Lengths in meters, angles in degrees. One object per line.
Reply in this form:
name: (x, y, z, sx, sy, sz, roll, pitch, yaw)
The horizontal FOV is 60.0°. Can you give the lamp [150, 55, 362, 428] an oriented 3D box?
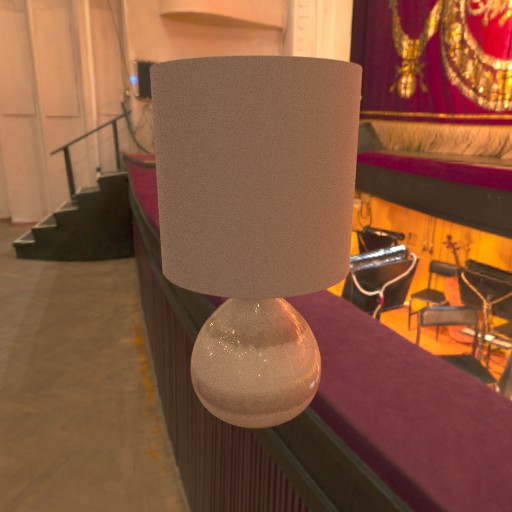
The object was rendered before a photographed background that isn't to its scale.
lamp: (0.000, 0.000, 0.520, 0.217, 0.404, 0.217, -8, 18, -25)
